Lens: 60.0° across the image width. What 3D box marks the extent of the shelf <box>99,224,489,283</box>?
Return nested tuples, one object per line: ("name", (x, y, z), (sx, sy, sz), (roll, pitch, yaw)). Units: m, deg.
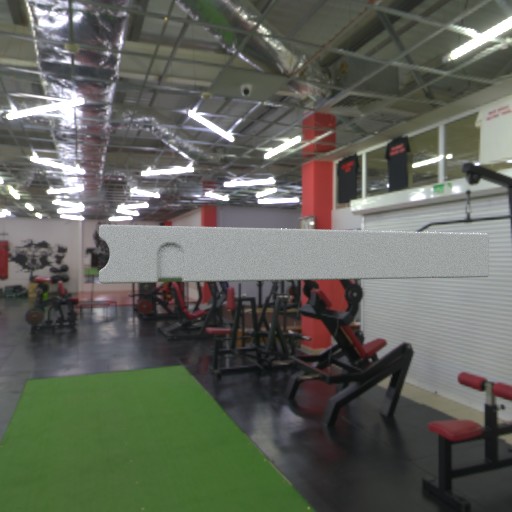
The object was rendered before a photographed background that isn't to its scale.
("shelf", (0.000, 0.000, 0.447), (0.296, 0.035, 0.296), (0, 0, -19))
